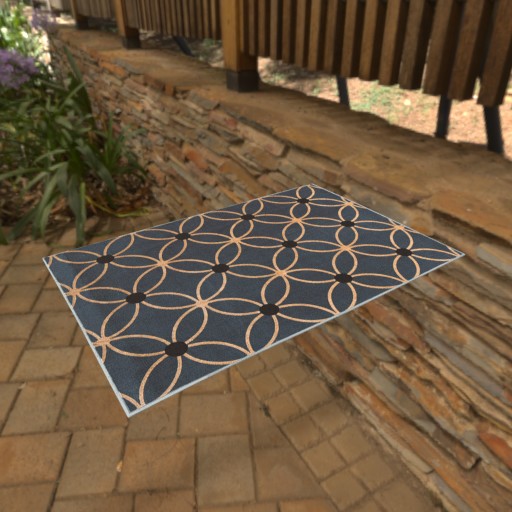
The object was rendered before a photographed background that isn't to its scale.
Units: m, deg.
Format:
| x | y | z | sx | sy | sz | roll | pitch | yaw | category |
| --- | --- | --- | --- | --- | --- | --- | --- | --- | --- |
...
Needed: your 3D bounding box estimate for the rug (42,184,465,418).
| x | y | z | sx | sy | sz | roll | pitch | yaw | category |
| --- | --- | --- | --- | --- | --- | --- | --- | --- | --- |
| 0.000 | 0.000 | 2.862 | 2.284 | 0.008 | 1.522 | -19 | 36 | -29 | rug |
